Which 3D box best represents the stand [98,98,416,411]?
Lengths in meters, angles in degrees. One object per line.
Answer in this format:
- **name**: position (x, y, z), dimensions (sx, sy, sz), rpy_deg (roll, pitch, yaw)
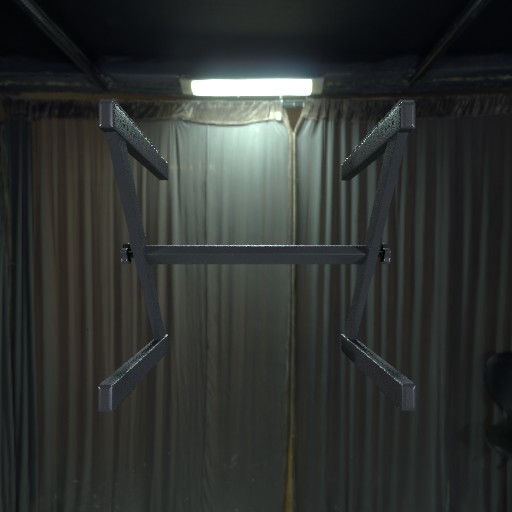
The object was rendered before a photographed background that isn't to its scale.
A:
- **stand**: position (0.000, 0.000, 1.158), dimensions (0.700, 0.617, 0.586), rpy_deg (0, 0, -1)
